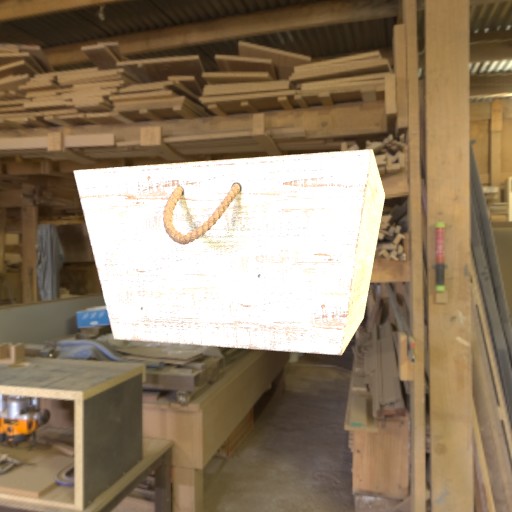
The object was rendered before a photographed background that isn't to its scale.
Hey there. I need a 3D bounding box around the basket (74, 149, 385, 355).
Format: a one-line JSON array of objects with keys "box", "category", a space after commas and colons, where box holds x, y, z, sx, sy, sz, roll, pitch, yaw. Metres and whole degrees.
[{"box": [0.000, 0.000, 0.764, 0.413, 0.247, 0.545, 0, 0, 18], "category": "basket"}]
